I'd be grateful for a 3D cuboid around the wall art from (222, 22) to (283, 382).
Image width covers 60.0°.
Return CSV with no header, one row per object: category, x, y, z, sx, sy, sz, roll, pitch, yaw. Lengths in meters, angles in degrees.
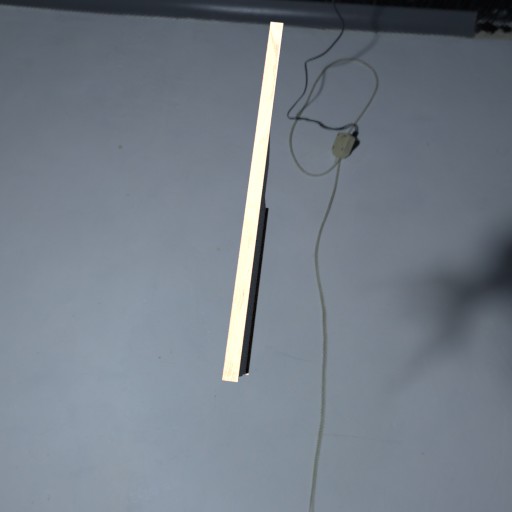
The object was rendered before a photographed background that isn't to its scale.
wall art,0.000,0.000,0.628,0.012,0.508,0.332,7,76,2
